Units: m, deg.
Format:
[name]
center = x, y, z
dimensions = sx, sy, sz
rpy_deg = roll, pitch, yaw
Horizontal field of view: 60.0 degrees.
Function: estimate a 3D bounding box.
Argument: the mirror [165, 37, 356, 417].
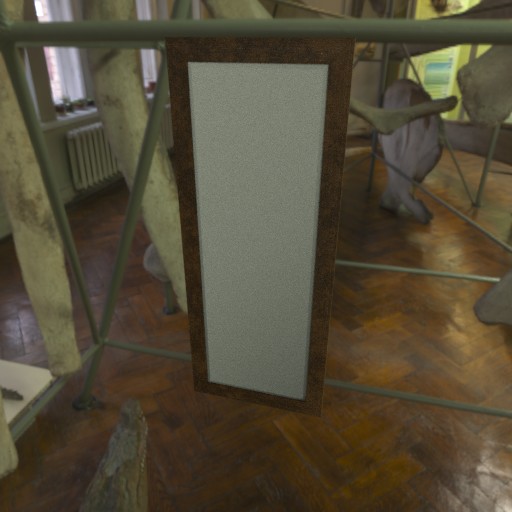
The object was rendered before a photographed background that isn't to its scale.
[mirror]
center = 0.000, 0.000, 2.297
dimensions = 0.812, 2.031, 0.032
rpy_deg = 7, 28, 14
